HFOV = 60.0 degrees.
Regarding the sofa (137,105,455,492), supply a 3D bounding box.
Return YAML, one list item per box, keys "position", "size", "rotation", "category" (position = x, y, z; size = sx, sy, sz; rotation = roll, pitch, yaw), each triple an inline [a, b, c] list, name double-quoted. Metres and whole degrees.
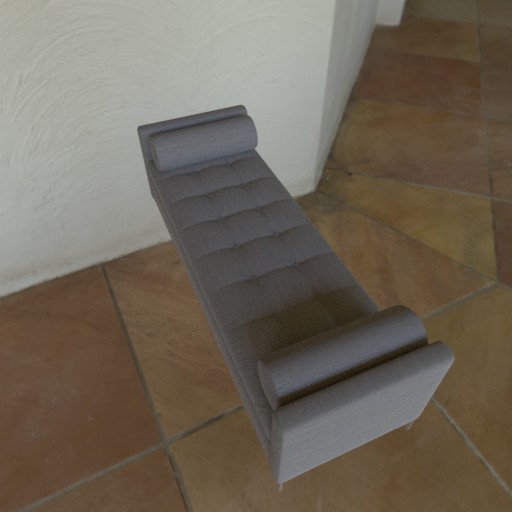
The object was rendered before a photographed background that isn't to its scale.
- position: [0.000, 0.000, 2.298]
  size: [0.686, 0.635, 1.981]
  rotation: [-17, 49, -16]
  category: "sofa"
